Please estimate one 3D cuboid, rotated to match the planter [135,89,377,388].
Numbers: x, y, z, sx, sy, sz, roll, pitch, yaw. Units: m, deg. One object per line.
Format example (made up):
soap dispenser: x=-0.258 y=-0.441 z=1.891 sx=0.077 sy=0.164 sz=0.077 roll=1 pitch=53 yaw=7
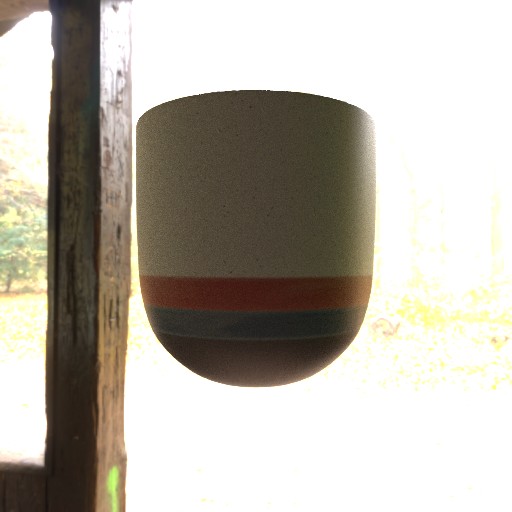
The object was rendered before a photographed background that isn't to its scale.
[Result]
planter: x=0.000 y=0.000 z=0.387 sx=0.204 sy=0.214 sz=0.204 roll=0 pitch=-1 yaw=0
